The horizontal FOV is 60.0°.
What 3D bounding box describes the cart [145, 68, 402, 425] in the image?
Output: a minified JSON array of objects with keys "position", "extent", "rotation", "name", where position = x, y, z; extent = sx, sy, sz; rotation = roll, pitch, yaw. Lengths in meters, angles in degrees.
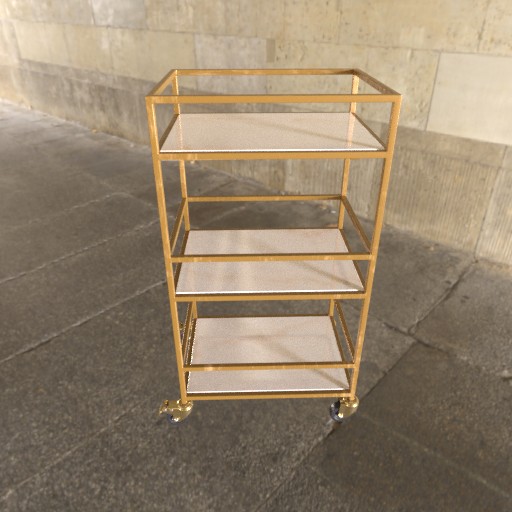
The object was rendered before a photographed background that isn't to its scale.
[{"position":[0.000,0.000,1.020],"extent":[0.483,0.761,0.332],"rotation":[-1,30,-1],"name":"cart"}]
